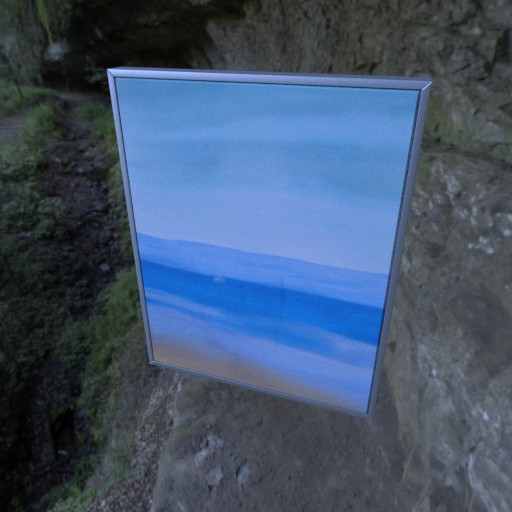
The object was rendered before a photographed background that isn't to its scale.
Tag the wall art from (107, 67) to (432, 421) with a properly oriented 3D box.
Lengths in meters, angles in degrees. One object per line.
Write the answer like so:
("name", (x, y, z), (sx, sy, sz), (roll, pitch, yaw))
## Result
("wall art", (0.000, 0.000, 0.722), (0.445, 0.553, 0.039), (9, 29, 17))
